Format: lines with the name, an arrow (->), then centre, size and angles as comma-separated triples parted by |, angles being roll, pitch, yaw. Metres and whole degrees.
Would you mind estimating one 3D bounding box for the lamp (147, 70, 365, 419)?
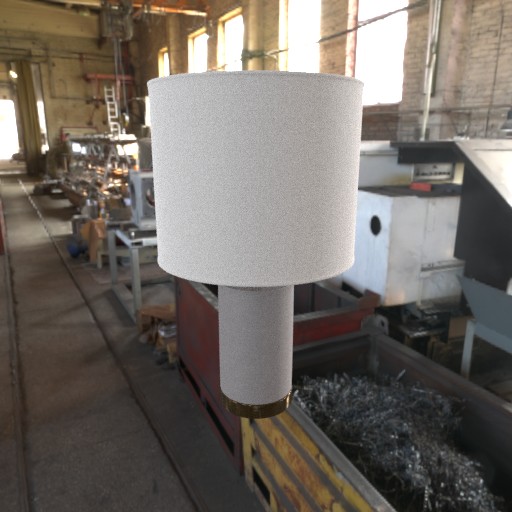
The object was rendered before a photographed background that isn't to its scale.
lamp -> 0.000, 0.000, 0.527 | 0.229, 0.380, 0.229 | 0, 15, 0
